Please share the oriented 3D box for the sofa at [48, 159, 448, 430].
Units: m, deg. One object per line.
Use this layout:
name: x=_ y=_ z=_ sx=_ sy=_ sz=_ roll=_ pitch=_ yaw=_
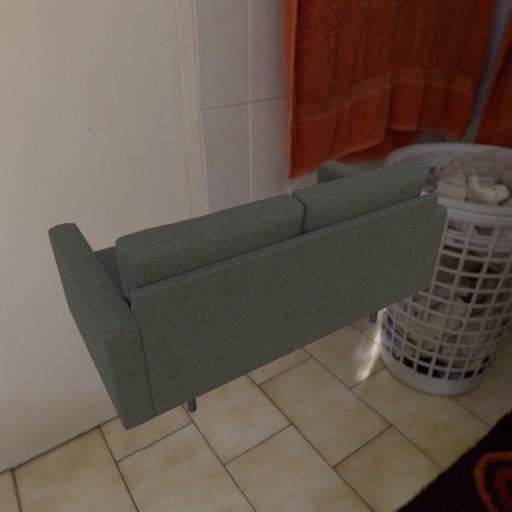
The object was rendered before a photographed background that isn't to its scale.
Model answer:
sofa: x=0.000 y=0.000 z=2.229 sx=1.730 sy=0.897 sz=0.889 roll=-18 pitch=36 yaw=-28
